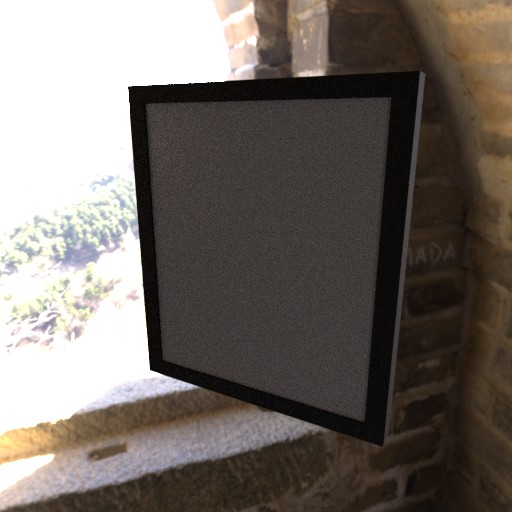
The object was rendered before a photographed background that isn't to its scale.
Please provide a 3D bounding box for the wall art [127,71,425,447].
[{"bbox_3d":[0.000,0.000,0.516,0.330,0.381,0.029,9,19,27],"label":"wall art"}]
